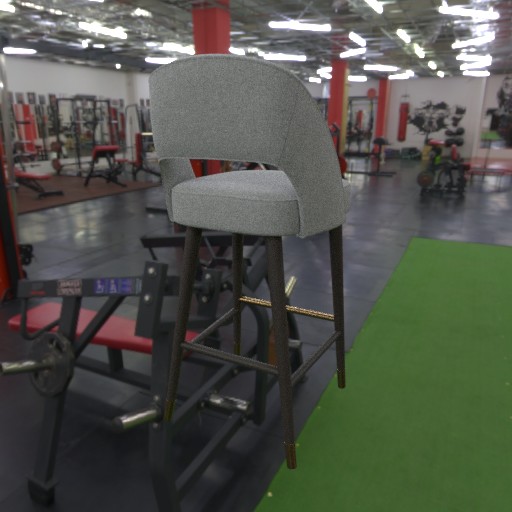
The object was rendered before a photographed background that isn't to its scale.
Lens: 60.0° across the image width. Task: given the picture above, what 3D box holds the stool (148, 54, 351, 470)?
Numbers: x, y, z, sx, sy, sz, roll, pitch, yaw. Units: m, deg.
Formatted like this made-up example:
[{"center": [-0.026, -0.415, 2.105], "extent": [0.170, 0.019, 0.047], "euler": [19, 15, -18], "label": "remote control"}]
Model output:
[{"center": [0.000, 0.000, 1.309], "extent": [0.494, 1.037, 0.509], "euler": [9, 19, 27], "label": "stool"}]
